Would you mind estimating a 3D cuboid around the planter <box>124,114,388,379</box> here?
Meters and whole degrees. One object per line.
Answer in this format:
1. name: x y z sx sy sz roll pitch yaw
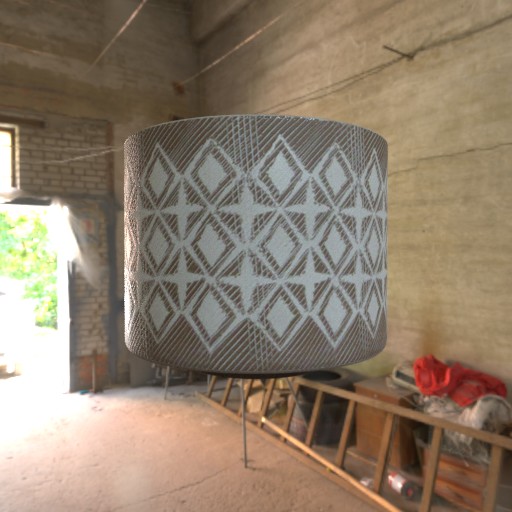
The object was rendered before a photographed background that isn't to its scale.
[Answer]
1. planter: 0.000 0.000 0.223 0.126 0.104 0.126 0 1 0
